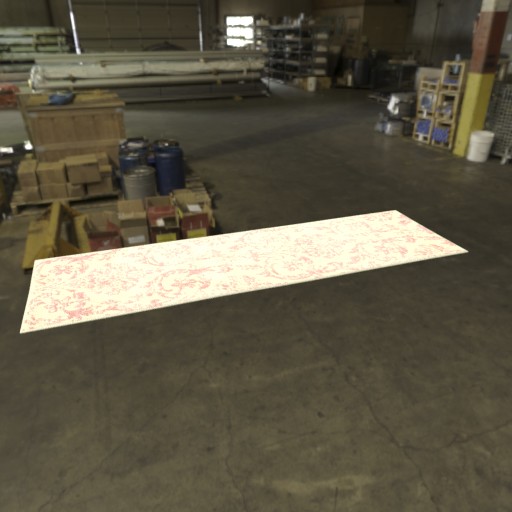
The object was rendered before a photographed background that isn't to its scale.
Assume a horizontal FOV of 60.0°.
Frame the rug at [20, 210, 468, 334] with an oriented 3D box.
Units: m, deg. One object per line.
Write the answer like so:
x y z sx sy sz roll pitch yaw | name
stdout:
0.000 0.000 2.342 2.196 0.011 0.662 -9 28 -17 | rug
